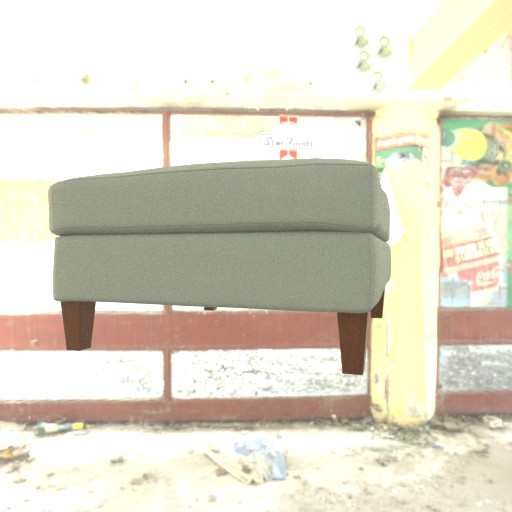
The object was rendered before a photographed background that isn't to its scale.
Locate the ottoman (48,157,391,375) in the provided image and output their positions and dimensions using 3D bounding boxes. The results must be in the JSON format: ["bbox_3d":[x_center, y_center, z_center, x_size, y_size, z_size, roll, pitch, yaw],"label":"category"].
[{"bbox_3d":[0.000,0.000,1.476,0.842,0.494,0.991,0,0,19],"label":"ottoman"}]
